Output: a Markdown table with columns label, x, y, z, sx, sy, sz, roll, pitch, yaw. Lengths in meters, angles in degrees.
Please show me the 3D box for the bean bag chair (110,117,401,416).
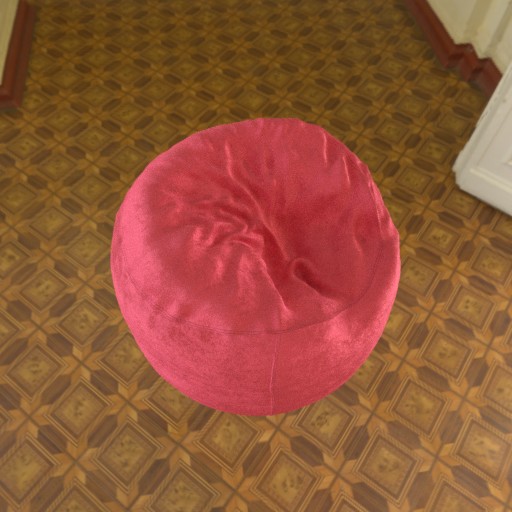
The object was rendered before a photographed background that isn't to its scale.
| label | x | y | z | sx | sy | sz | roll | pitch | yaw |
| --- | --- | --- | --- | --- | --- | --- | --- | --- | --- |
| bean bag chair | 0.000 | 0.000 | 1.912 | 1.218 | 0.788 | 1.218 | 0 | 58 | 0 |
